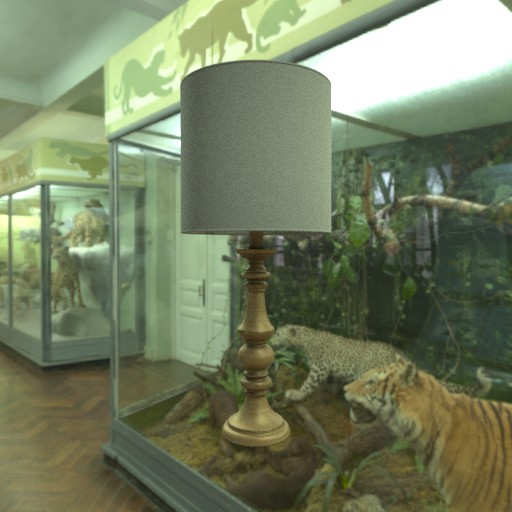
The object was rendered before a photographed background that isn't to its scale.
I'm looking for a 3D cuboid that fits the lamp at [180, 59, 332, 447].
[{"bbox_3d":[0.000,0.000,0.747,0.250,0.597,0.250,0,1,17],"label":"lamp"}]
